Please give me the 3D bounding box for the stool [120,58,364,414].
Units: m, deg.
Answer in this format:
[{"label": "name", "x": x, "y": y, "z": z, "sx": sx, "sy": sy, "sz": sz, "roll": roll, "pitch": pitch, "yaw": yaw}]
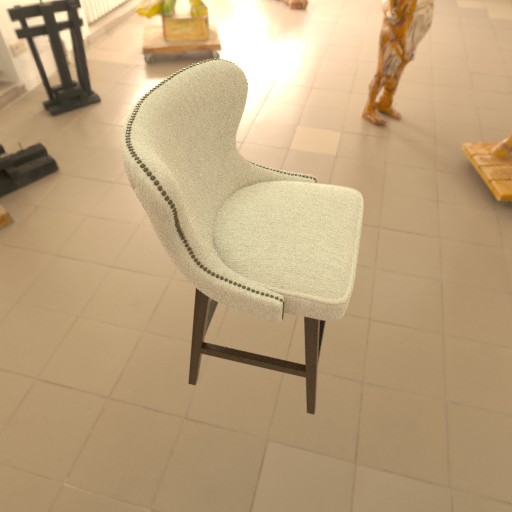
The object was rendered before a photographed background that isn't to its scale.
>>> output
[{"label": "stool", "x": 0.000, "y": 0.000, "z": 1.369, "sx": 0.597, "sy": 0.972, "sz": 0.615, "roll": 10, "pitch": 46, "yaw": 10}]
